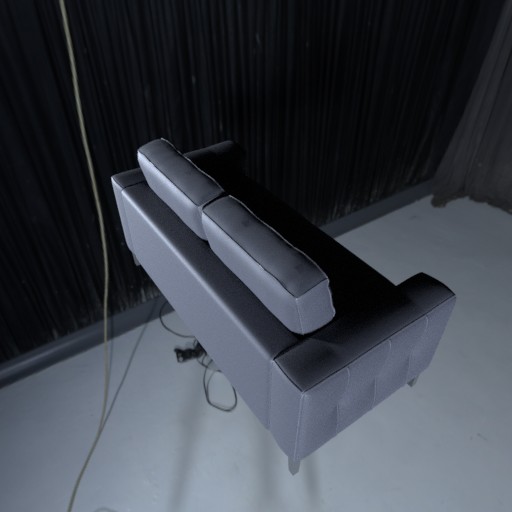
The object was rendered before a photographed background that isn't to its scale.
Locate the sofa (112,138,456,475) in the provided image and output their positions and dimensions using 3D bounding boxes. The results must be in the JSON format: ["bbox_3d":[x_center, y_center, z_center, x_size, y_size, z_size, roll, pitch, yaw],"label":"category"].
[{"bbox_3d":[0.000,0.000,2.244,0.833,0.893,1.726,-24,46,-26],"label":"sofa"}]
